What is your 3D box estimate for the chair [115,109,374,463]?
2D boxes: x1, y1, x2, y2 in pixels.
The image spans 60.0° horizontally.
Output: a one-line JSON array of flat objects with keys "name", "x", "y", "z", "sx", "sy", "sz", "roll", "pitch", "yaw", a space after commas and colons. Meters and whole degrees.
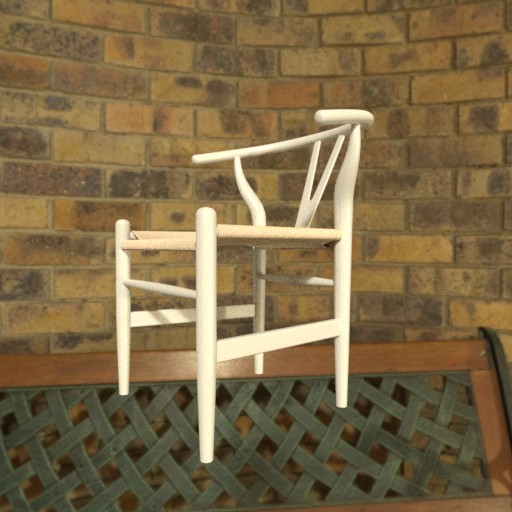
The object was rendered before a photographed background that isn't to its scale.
[{"name": "chair", "x": 0.000, "y": 0.000, "z": 1.139, "sx": 0.579, "sy": 0.730, "sz": 0.569, "roll": -1, "pitch": 2, "yaw": -35}]
